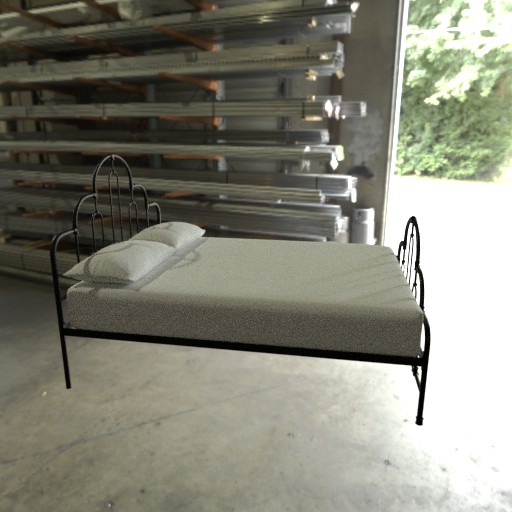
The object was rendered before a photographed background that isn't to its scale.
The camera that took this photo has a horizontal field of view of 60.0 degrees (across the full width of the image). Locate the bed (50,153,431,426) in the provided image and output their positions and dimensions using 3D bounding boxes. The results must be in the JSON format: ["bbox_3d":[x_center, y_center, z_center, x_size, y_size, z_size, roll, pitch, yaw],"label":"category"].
[{"bbox_3d":[0.000,0.000,3.224,2.181,1.444,1.626,3,15,10],"label":"bed"}]
